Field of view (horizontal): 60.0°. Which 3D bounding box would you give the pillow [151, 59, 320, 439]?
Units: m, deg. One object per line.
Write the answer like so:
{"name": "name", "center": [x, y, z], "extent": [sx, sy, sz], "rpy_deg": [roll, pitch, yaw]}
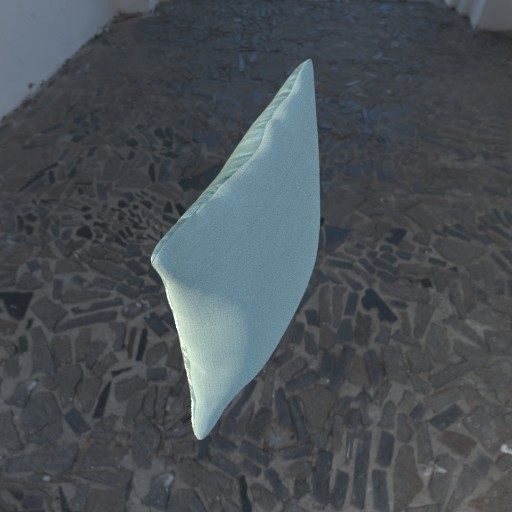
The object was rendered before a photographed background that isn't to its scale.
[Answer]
{"name": "pillow", "center": [0.000, 0.000, 0.730], "extent": [0.175, 0.464, 0.470], "rpy_deg": [18, 50, 16]}
